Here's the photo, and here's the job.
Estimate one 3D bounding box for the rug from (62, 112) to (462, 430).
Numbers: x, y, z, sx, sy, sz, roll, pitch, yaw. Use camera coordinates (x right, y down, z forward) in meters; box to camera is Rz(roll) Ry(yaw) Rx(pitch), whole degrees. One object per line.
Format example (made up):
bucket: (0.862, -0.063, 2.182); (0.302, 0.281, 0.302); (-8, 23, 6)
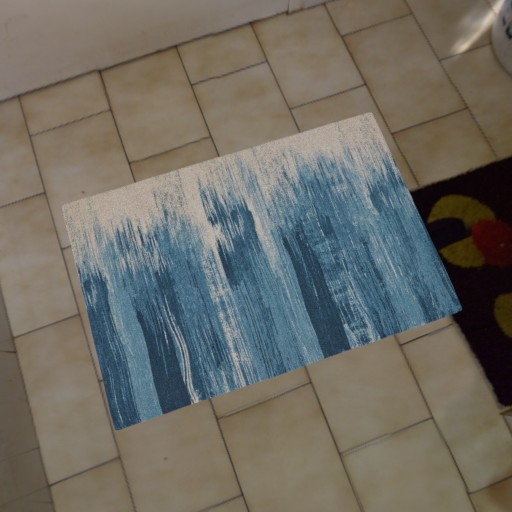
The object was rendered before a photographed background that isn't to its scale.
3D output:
rug: (0.000, 0.000, 2.346); (1.836, 0.009, 1.232); (-18, 75, -5)
